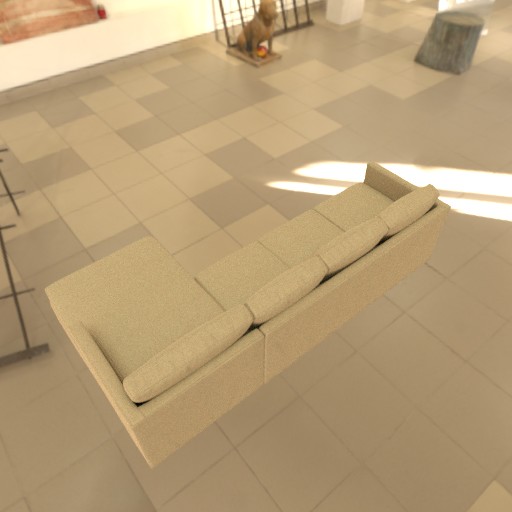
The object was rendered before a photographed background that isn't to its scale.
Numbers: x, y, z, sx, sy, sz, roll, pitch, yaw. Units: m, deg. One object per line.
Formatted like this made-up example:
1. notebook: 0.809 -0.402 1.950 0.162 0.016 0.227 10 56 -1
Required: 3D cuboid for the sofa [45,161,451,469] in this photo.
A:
1. sofa: 0.000 0.000 3.850 3.177 0.867 1.622 -30 53 -26
